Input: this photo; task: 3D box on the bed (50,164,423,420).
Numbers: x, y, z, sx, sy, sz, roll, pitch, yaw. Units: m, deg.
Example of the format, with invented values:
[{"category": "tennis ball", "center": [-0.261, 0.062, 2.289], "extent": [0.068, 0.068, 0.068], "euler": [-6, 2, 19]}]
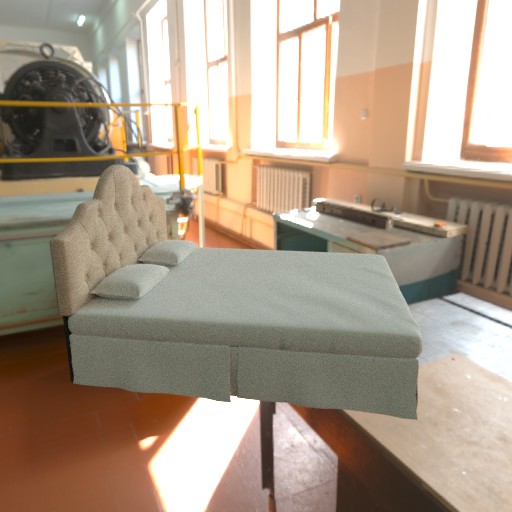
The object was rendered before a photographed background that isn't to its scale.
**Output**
[{"category": "bed", "center": [0.000, 0.000, 3.001], "extent": [1.970, 1.194, 1.667], "euler": [2, 16, 8]}]
